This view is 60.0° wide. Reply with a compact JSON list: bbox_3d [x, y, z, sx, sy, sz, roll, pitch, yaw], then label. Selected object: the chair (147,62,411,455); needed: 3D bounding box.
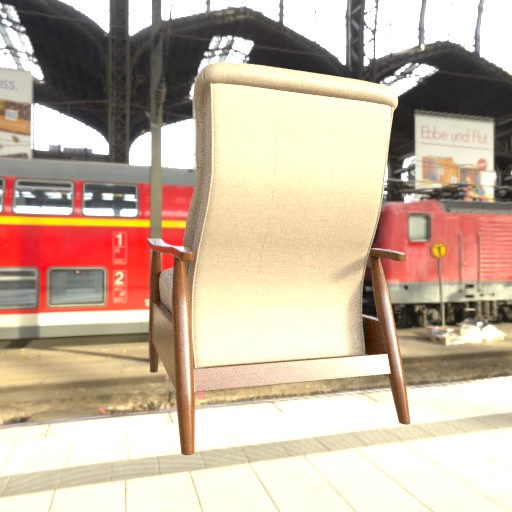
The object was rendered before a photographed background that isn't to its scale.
[{"bbox_3d":[0.000,0.000,1.762,0.762,1.082,1.030,0,-1,-19],"label":"chair"}]
